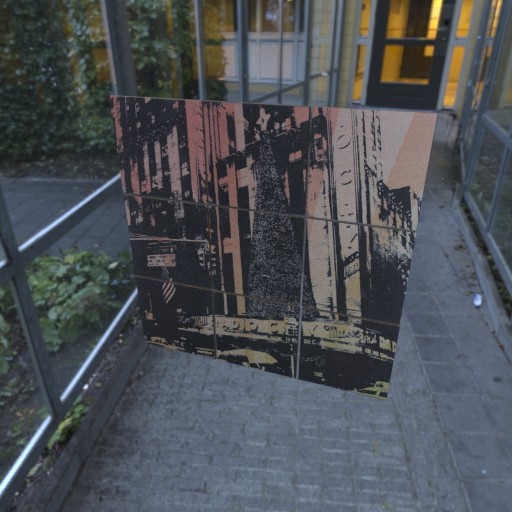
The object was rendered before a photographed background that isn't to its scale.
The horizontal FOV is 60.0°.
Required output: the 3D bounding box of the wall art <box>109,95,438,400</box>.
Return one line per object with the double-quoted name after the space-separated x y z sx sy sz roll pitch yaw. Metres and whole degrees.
0.000 0.000 1.847 1.216 1.216 0.013 9 29 17 "wall art"
